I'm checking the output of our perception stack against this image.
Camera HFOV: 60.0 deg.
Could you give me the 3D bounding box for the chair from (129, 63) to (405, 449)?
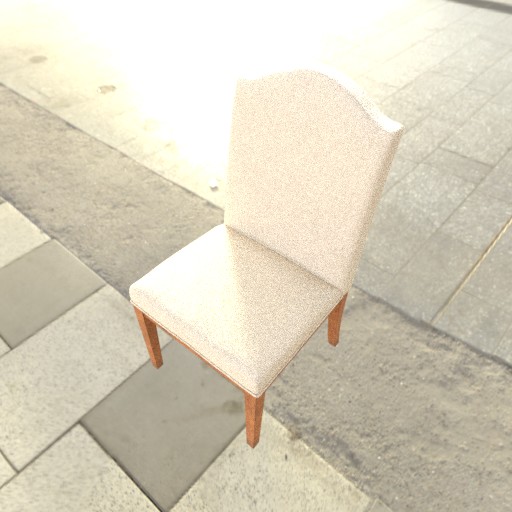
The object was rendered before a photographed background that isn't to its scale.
[{"bbox_3d":[0.000,0.000,1.403,0.534,1.012,0.648,30,53,26],"label":"chair"}]
